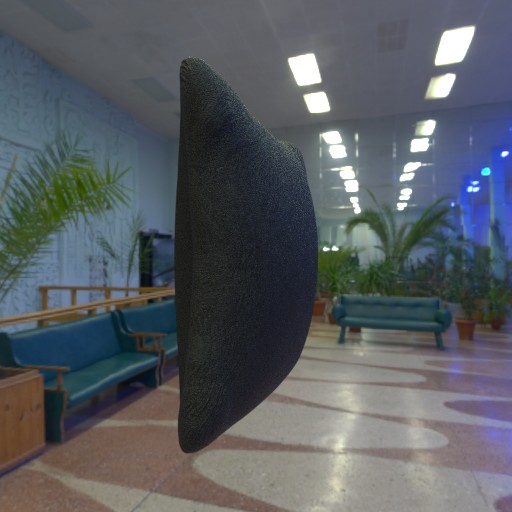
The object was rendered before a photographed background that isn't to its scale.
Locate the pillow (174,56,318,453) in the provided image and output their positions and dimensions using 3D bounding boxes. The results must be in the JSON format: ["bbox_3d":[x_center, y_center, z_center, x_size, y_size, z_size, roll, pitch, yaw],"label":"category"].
[{"bbox_3d":[0.000,0.000,0.812,0.210,0.523,0.533,0,0,18],"label":"pillow"}]
